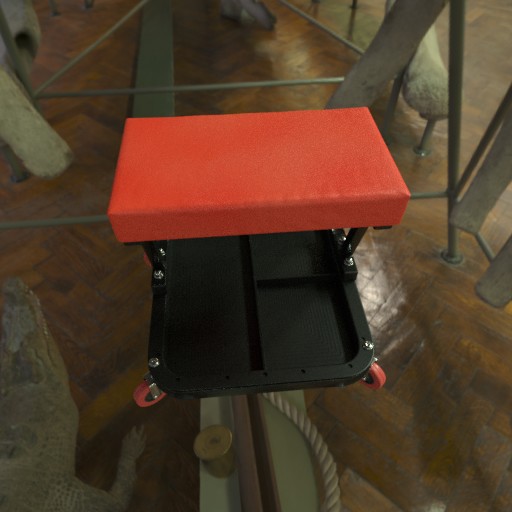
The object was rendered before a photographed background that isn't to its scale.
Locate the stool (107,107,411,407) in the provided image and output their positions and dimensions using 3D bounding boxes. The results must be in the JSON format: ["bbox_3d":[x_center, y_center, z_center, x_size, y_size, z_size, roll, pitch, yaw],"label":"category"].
[{"bbox_3d":[0.000,0.000,0.725,0.446,0.380,0.371,-4,48,-3],"label":"stool"}]
